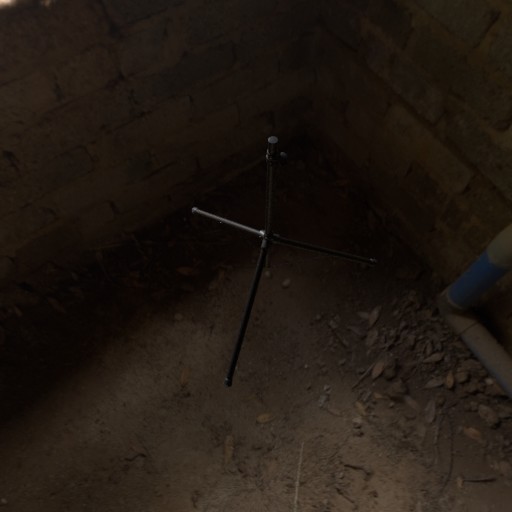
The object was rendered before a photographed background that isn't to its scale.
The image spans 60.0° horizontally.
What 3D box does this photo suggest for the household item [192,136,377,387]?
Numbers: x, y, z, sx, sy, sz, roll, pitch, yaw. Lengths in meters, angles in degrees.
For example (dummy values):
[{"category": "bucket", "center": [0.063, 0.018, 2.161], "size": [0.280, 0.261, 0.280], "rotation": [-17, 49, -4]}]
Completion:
[{"category": "household item", "center": [0.000, 0.000, 2.725], "size": [1.596, 1.595, 1.339], "rotation": [18, 64, 9]}]
